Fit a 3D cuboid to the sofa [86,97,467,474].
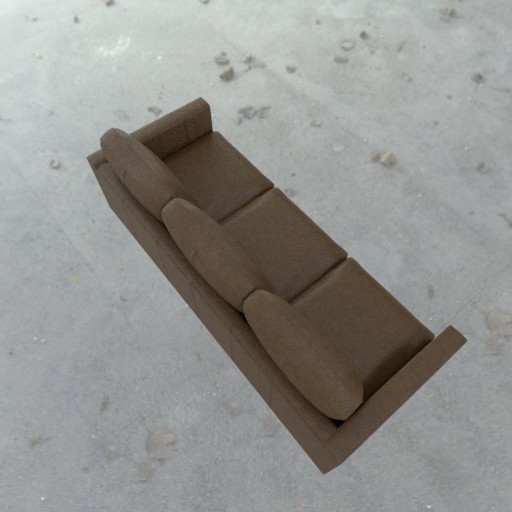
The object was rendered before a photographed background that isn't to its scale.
[{"bbox_3d":[0.000,0.000,2.631,0.903,0.930,2.231,-35,66,-19],"label":"sofa"}]
